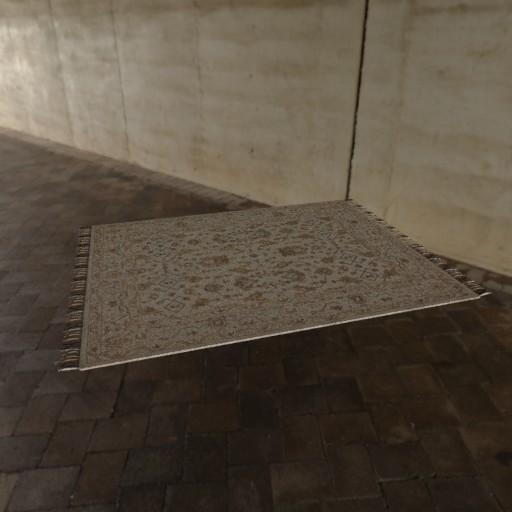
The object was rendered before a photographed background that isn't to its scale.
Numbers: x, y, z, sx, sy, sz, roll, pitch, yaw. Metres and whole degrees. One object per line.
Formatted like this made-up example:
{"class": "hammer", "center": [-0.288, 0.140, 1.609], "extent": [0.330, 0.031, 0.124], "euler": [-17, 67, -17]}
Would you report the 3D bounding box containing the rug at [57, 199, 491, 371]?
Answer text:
{"class": "rug", "center": [0.000, 0.000, 2.205], "extent": [1.726, 0.009, 1.278], "euler": [-8, 28, -15]}
